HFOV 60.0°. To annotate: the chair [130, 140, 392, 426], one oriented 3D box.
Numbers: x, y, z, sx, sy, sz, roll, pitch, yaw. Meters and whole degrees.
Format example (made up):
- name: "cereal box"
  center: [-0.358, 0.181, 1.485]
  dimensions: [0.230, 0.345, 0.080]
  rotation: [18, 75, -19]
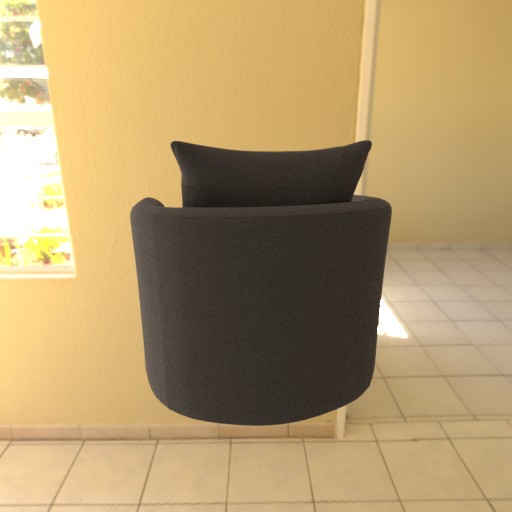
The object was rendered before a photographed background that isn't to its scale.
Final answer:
- name: "chair"
  center: [0.000, 0.000, 1.611]
  dimensions: [0.845, 0.848, 0.910]
  rotation: [-3, 18, -10]
